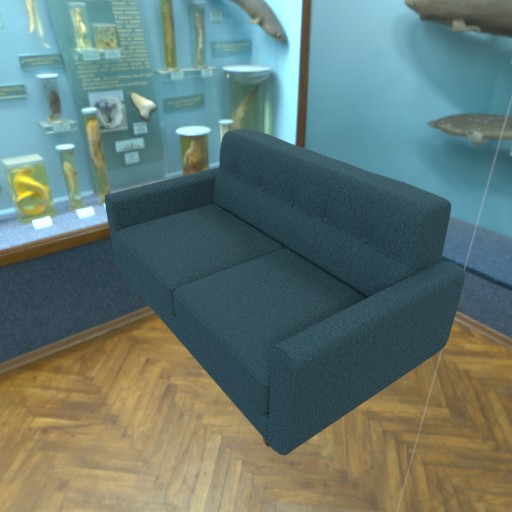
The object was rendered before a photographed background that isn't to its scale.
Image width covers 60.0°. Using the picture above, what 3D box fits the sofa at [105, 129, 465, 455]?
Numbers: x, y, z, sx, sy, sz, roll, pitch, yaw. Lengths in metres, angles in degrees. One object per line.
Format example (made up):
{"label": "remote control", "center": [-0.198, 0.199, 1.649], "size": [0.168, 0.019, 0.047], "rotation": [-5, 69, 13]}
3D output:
{"label": "sofa", "center": [0.000, 0.000, 2.205], "size": [0.942, 0.896, 1.651], "rotation": [-20, 36, -31]}
